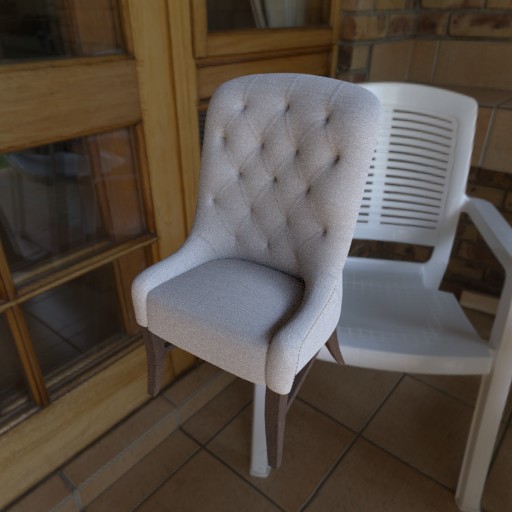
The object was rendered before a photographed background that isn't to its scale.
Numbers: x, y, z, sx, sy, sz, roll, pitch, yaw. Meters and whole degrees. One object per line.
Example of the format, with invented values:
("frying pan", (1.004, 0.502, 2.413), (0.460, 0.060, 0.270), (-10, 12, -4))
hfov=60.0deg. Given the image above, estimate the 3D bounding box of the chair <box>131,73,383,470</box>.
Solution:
("chair", (0.000, 0.000, 1.500), (0.634, 1.091, 0.629), (18, 34, 29))
